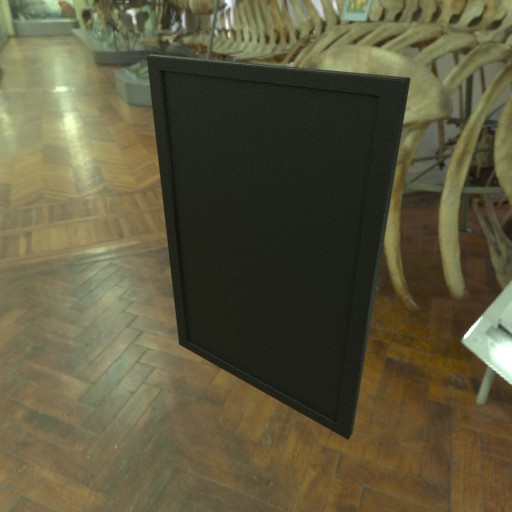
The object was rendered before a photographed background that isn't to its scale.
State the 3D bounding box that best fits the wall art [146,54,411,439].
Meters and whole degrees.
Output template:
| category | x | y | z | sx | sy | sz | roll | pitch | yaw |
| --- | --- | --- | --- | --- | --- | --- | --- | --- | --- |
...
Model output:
| category | x | y | z | sx | sy | sz | roll | pitch | yaw |
| --- | --- | --- | --- | --- | --- | --- | --- | --- | --- |
| wall art | 0.000 | 0.000 | 0.540 | 0.303 | 0.431 | 0.013 | 20 | 36 | 31 |
